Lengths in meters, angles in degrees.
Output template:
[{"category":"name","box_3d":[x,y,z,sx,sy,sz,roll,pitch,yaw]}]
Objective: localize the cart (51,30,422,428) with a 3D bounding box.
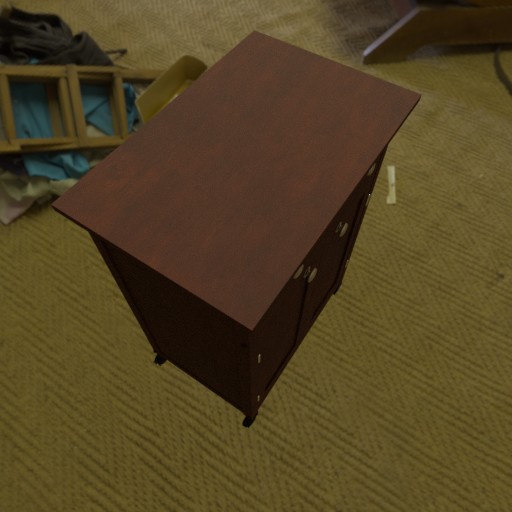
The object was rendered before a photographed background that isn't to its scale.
[{"category":"cart","box_3d":[0.000,0.000,1.258,0.442,0.864,0.683,29,62,17]}]
